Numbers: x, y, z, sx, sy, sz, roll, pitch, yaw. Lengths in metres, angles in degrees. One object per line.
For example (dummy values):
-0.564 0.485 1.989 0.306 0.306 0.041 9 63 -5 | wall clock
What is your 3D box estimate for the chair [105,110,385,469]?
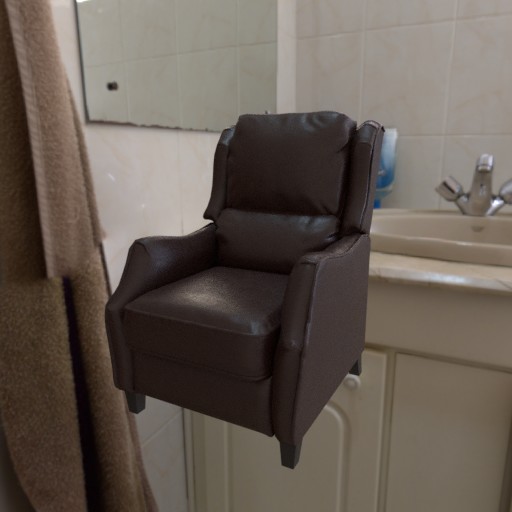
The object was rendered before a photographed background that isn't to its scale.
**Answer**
0.000 0.000 1.736 0.770 1.132 0.982 7 14 27 | chair
